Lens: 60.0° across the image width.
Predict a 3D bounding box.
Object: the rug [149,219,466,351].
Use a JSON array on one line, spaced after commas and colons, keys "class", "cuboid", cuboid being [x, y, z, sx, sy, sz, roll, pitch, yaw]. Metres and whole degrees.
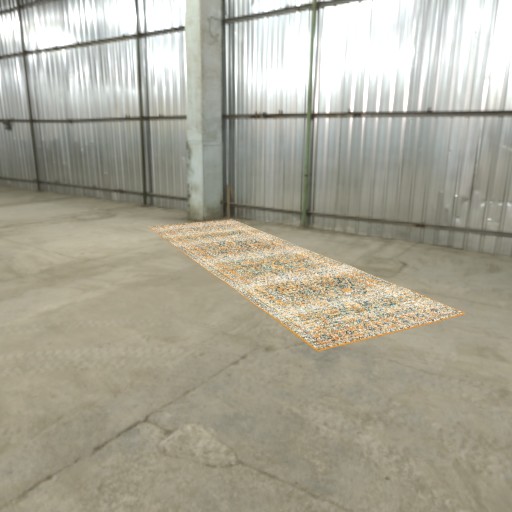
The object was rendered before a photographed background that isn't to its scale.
[{"class": "rug", "cuboid": [0.000, 0.000, 2.586, 0.704, 0.014, 2.294, -8, 17, -26]}]
